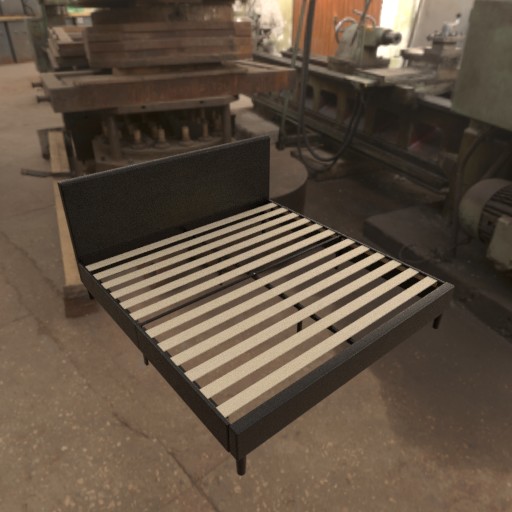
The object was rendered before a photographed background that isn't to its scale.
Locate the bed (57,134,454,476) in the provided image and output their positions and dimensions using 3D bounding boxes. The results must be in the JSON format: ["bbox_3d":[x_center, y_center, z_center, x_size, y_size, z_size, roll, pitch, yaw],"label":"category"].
[{"bbox_3d":[0.000,0.000,3.344,2.018,1.046,2.152,-23,37,-33],"label":"bed"}]
